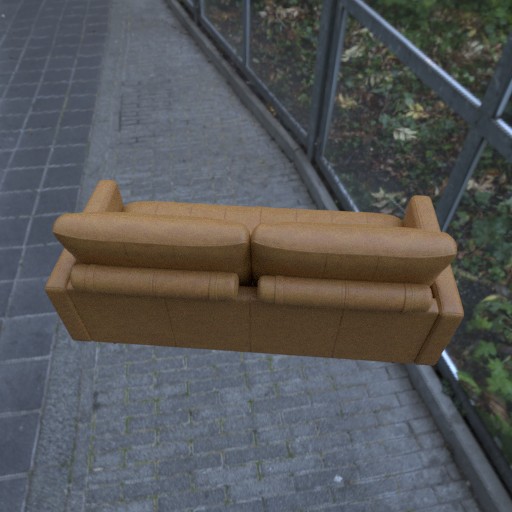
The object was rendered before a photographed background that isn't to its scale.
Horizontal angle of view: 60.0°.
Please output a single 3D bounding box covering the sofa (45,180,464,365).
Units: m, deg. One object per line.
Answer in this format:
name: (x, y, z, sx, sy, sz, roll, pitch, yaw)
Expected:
sofa: (0.000, 0.000, 2.222, 1.821, 0.898, 0.850, 3, 47, 3)
